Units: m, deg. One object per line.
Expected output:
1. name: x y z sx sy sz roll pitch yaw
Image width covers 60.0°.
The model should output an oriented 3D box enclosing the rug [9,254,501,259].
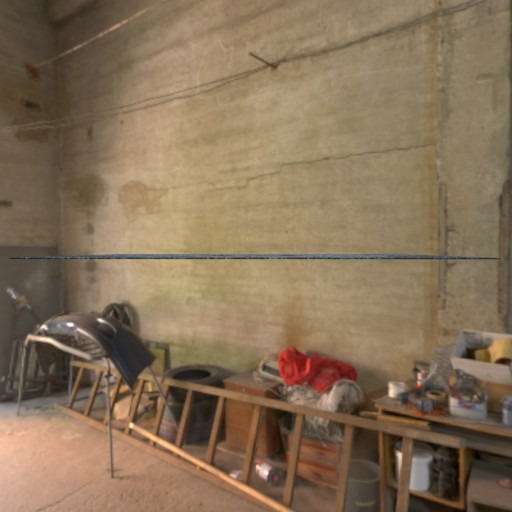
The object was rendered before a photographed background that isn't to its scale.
1. rug: 0.000 0.000 2.255 1.828 0.005 1.219 0 1 2
